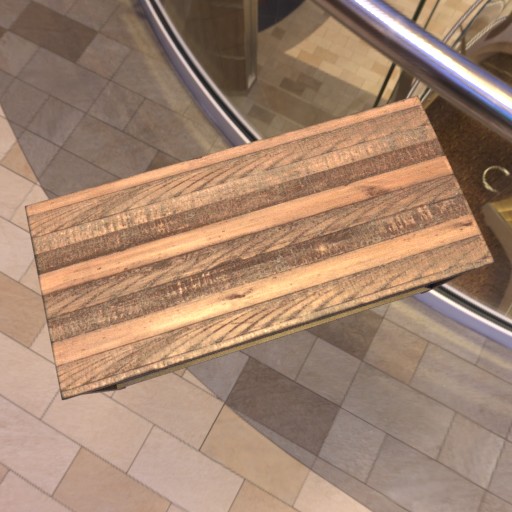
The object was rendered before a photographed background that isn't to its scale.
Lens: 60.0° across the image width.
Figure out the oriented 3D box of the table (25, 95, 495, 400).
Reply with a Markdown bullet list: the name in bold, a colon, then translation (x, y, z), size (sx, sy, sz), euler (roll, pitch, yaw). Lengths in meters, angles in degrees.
- **table**: translation (0.000, 0.000, 1.209), size (0.990, 0.399, 0.452), euler (-17, 76, -4)
